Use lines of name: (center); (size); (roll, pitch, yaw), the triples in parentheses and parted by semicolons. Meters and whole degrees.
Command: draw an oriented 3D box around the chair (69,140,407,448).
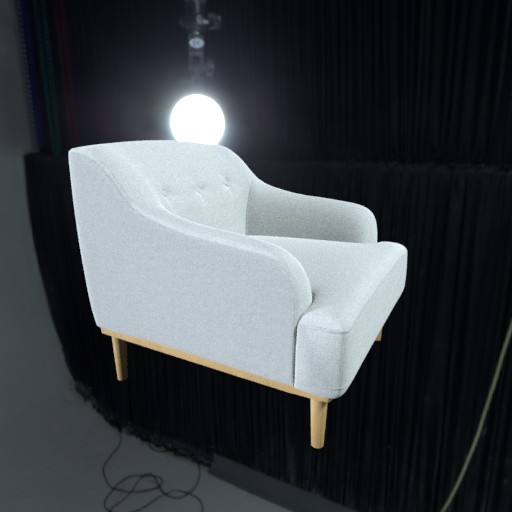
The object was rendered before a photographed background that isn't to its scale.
chair: (0.000, 0.000, 1.626); (0.951, 0.818, 0.946); (8, 17, 26)
